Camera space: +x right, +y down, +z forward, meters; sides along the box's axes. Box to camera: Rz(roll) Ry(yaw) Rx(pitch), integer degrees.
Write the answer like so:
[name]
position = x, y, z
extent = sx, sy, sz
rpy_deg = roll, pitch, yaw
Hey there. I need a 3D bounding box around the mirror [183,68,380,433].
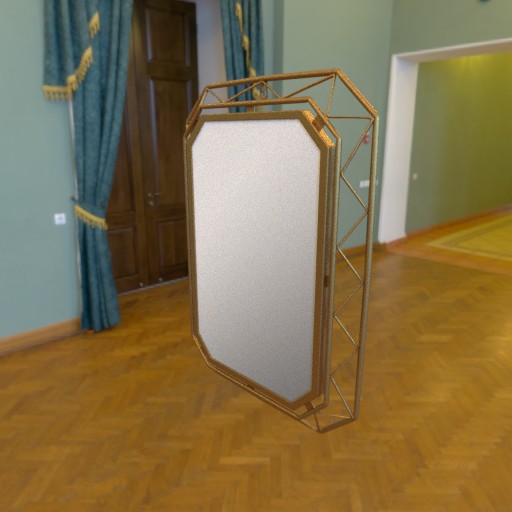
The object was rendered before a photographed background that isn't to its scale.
[mirror]
position = 0.000, 0.000, 0.742
extent = 0.042, 0.566, 0.417
rpy_deg = -15, 21, -42
